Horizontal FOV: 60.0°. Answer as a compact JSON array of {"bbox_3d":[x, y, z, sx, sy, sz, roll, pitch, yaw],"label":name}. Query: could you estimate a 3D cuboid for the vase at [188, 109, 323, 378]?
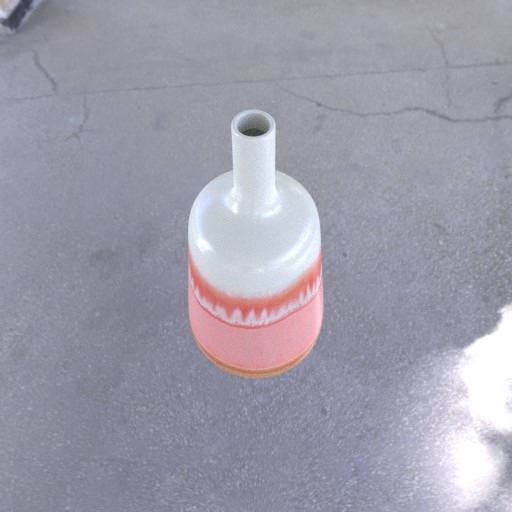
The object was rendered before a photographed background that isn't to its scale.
[{"bbox_3d":[0.000,0.000,0.388,0.144,0.296,0.144,0,58,0],"label":"vase"}]
